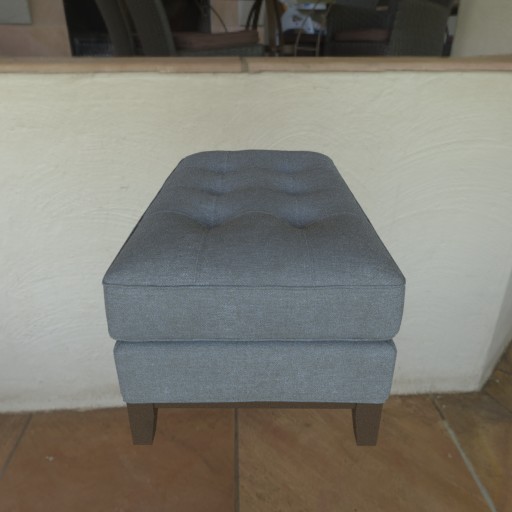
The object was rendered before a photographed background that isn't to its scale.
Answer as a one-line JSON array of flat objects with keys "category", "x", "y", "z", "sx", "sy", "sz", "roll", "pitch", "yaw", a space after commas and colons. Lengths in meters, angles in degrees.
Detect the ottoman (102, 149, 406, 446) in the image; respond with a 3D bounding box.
[{"category": "ottoman", "x": 0.000, "y": 0.000, "z": 1.467, "sx": 0.648, "sy": 0.514, "sz": 1.143, "roll": 0, "pitch": 26, "yaw": 0}]
